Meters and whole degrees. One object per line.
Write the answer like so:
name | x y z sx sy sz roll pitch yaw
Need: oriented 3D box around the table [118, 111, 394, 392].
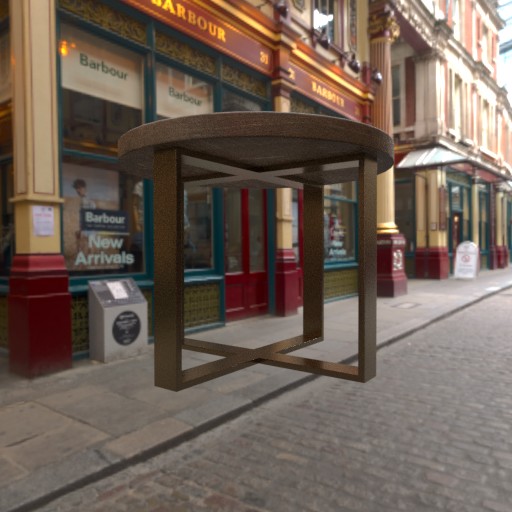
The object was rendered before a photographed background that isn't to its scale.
table | 0.000 0.000 0.939 0.557 0.437 0.557 0 1 0
